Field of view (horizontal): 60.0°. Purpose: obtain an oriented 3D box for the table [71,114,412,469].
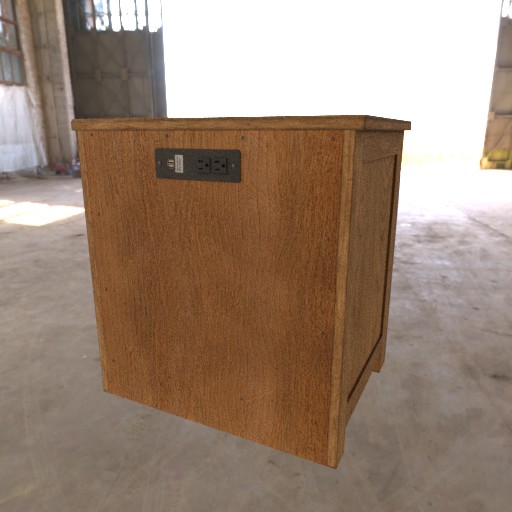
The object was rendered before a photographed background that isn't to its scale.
[{"bbox_3d":[0.000,0.000,1.067,0.601,0.625,0.494,8,17,26],"label":"table"}]
